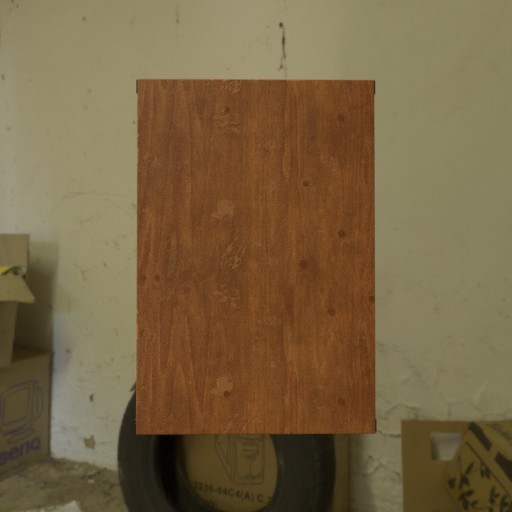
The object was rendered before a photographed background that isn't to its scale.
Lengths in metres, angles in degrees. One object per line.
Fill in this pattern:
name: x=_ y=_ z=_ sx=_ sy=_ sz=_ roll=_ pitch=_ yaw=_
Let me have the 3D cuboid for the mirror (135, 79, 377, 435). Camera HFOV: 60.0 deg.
mirror: x=0.000 y=0.000 z=0.976 sx=0.517 sy=0.761 sz=0.053 roll=0 pitch=-1 yaw=-1
